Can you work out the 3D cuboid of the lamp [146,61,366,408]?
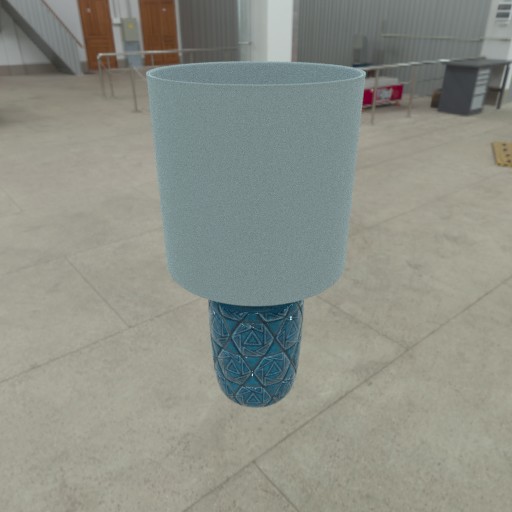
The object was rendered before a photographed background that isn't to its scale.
[{"bbox_3d":[0.000,0.000,0.487,0.193,0.377,0.193,7,29,14],"label":"lamp"}]
